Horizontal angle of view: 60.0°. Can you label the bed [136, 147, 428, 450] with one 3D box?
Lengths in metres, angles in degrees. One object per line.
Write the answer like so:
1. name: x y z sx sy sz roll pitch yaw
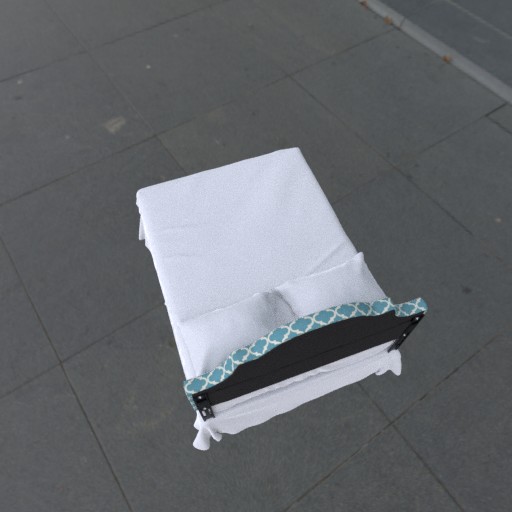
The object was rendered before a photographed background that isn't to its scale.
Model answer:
1. bed: 0.000 0.000 3.482 1.780 1.633 2.222 -17 60 -10
